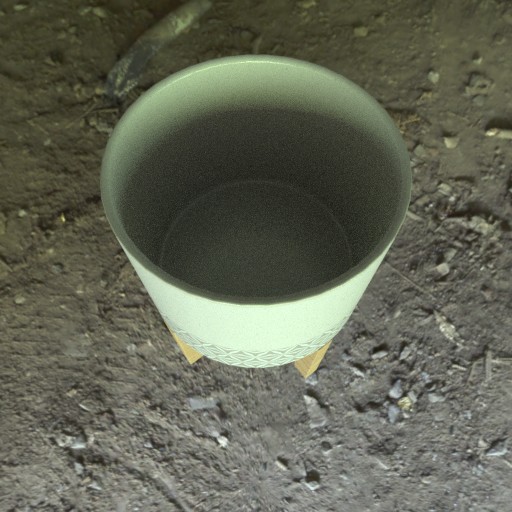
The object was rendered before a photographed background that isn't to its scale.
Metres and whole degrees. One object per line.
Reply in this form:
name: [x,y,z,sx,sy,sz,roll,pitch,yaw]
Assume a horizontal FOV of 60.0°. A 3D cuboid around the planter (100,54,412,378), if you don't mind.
planter: [0.000,0.000,0.386,0.188,0.260,0.188,0,63,0]
